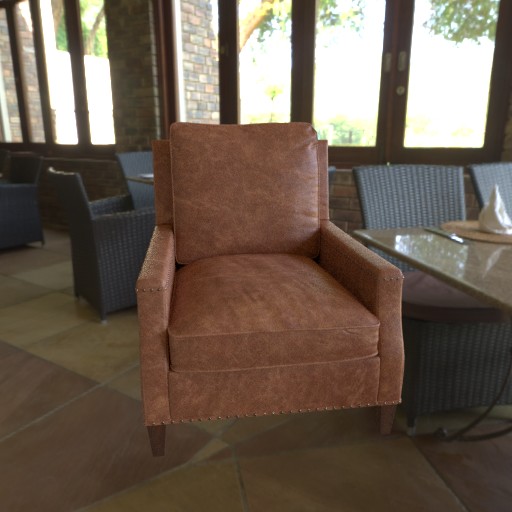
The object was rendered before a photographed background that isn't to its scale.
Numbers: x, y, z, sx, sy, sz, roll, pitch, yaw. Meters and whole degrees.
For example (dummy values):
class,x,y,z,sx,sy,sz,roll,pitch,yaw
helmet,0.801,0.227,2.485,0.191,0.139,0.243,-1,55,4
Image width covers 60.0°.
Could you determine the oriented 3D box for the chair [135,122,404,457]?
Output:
class,x,y,z,sx,sy,sz,roll,pitch,yaw
chair,0.000,0.000,1.783,0.854,1.054,1.035,-2,15,-8
